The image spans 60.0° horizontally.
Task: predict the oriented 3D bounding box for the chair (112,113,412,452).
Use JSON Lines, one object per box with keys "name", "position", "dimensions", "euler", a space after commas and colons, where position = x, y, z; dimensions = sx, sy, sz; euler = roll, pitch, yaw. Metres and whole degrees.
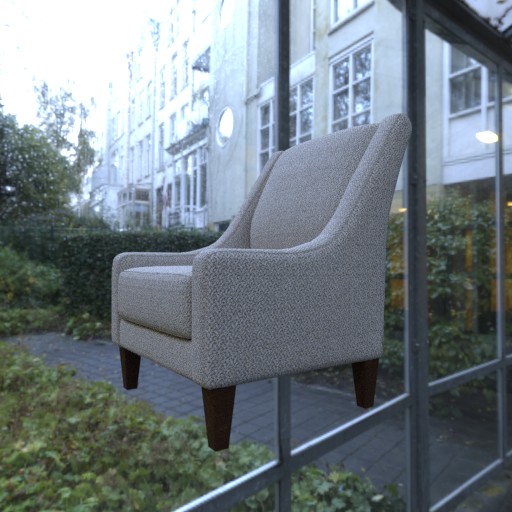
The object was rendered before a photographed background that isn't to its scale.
{"name": "chair", "position": [0.000, 0.000, 1.641], "dimensions": [0.870, 1.014, 0.774], "euler": [0, -1, -35]}
